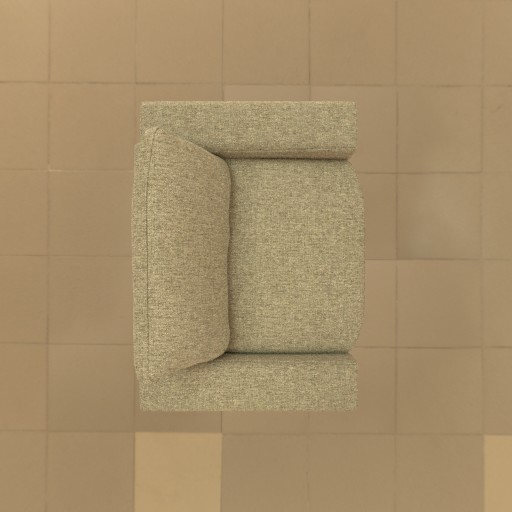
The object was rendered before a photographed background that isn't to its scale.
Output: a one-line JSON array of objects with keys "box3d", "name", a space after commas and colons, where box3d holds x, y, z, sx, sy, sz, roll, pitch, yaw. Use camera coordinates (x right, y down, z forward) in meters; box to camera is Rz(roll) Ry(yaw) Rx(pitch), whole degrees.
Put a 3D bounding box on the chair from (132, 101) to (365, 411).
[{"box3d": [0.000, 0.000, 2.089, 1.039, 0.915, 1.398, 0, 89, 0], "name": "chair"}]
